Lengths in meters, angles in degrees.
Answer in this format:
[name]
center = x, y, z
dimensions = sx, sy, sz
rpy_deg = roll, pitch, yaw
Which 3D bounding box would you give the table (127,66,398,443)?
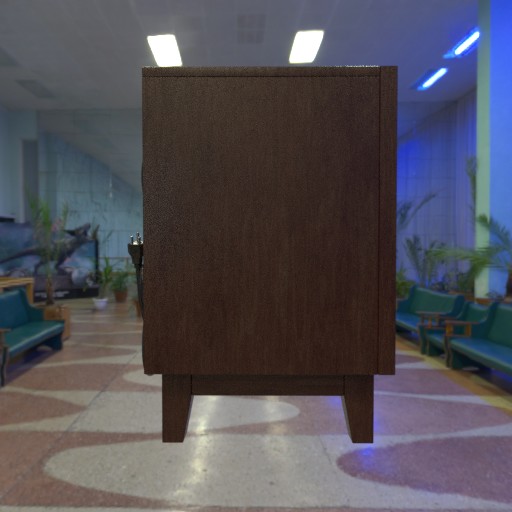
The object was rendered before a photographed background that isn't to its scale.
[table]
center = 0.000, 0.000, 0.981
dimensions = 0.449, 0.609, 0.557
rpy_deg = 0, 1, 0
